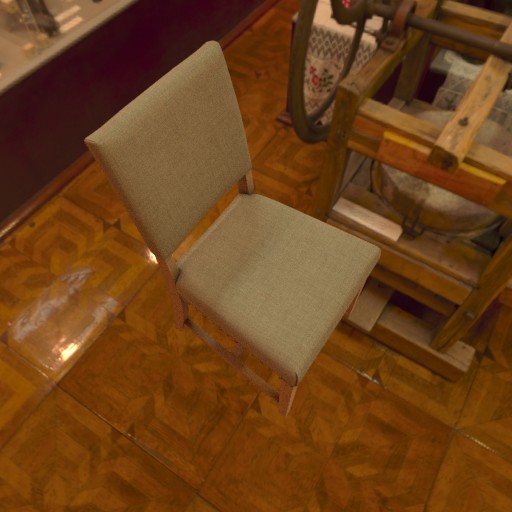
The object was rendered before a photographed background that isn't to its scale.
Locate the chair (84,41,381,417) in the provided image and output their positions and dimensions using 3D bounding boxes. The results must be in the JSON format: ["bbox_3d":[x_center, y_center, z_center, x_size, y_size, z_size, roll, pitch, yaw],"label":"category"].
[{"bbox_3d":[0.000,0.000,1.359,0.622,0.986,0.508,31,63,17],"label":"chair"}]
